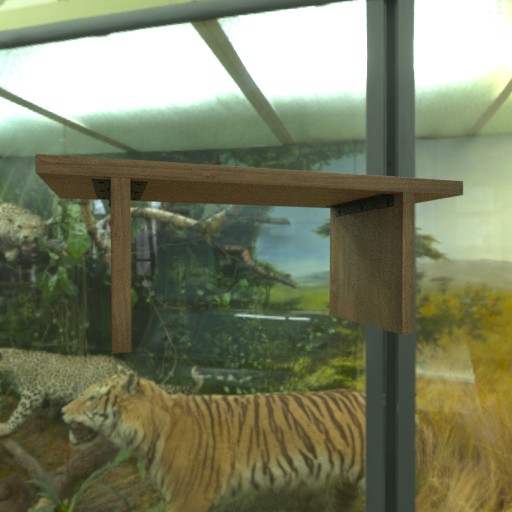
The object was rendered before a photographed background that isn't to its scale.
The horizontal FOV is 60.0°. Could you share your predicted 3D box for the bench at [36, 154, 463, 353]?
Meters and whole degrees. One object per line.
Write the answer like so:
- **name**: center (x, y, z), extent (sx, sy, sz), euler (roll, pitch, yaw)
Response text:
- **bench**: center (0.000, 0.000, 1.392), extent (1.183, 0.458, 0.458), euler (0, 0, -18)
